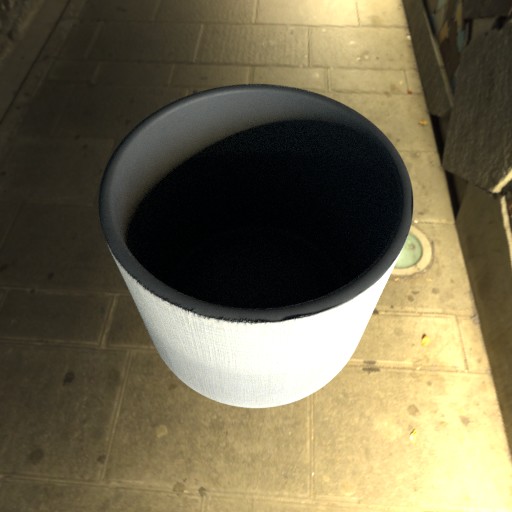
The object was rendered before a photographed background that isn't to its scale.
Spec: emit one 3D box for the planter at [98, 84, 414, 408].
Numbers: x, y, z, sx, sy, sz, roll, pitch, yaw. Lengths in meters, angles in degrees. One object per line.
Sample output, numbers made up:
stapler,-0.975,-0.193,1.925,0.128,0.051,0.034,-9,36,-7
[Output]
planter,0.000,0.000,0.399,0.226,0.201,0.226,0,57,0
